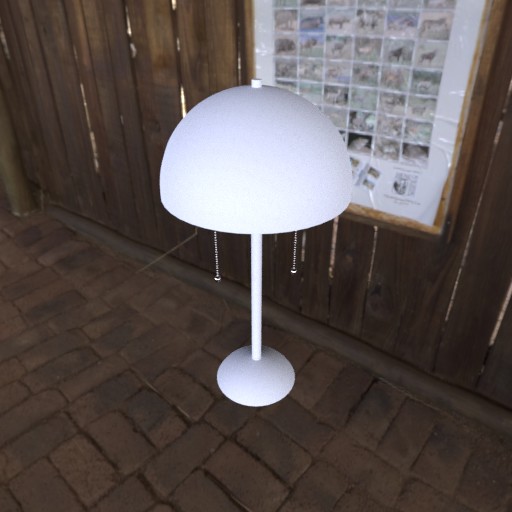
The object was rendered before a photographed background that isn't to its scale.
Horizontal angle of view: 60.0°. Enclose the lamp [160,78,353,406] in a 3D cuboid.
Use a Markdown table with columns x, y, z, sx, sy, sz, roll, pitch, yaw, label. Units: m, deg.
| x | y | z | sx | sy | sz | roll | pitch | yaw | label |
| --- | --- | --- | --- | --- | --- | --- | --- | --- | --- |
| 0.000 | 0.000 | 0.440 | 0.171 | 0.330 | 0.171 | 0 | 31 | 0 | lamp |
